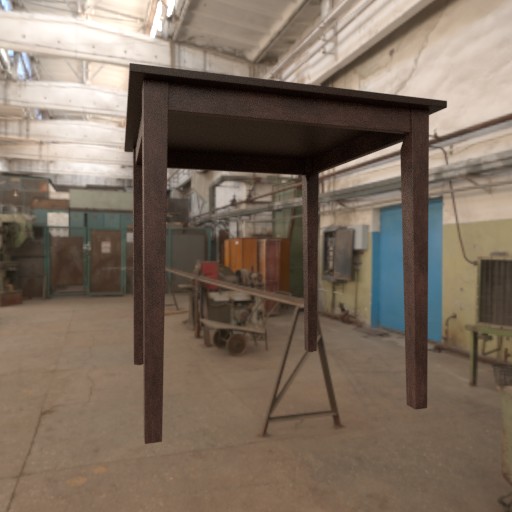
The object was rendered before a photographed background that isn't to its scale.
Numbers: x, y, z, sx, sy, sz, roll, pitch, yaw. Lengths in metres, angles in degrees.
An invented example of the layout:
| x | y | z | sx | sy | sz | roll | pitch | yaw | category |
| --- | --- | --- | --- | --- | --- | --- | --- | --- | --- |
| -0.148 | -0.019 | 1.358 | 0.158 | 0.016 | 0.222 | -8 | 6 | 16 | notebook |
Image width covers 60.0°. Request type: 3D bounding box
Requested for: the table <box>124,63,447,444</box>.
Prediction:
| x | y | z | sx | sy | sz | roll | pitch | yaw | category |
| --- | --- | --- | --- | --- | --- | --- | --- | --- | --- |
| 0.000 | 0.000 | 1.339 | 0.749 | 0.770 | 0.749 | 0 | 1 | -17 | table |
